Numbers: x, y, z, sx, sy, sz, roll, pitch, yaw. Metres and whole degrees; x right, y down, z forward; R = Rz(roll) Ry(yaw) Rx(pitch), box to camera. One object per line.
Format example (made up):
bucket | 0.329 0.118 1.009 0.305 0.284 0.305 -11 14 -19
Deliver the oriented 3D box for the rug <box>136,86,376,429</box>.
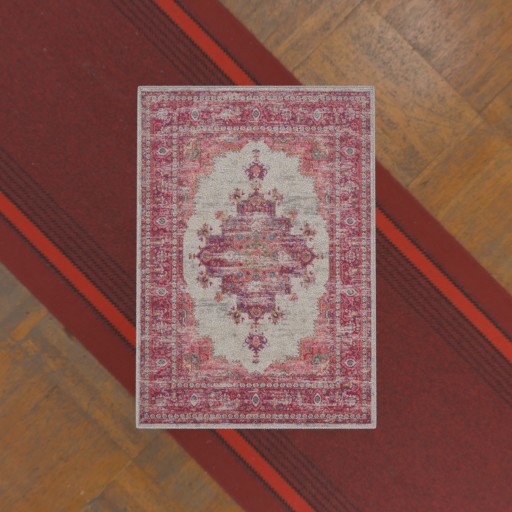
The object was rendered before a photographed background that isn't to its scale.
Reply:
rug | 0.000 0.000 2.887 1.555 0.011 2.232 0 89 0
